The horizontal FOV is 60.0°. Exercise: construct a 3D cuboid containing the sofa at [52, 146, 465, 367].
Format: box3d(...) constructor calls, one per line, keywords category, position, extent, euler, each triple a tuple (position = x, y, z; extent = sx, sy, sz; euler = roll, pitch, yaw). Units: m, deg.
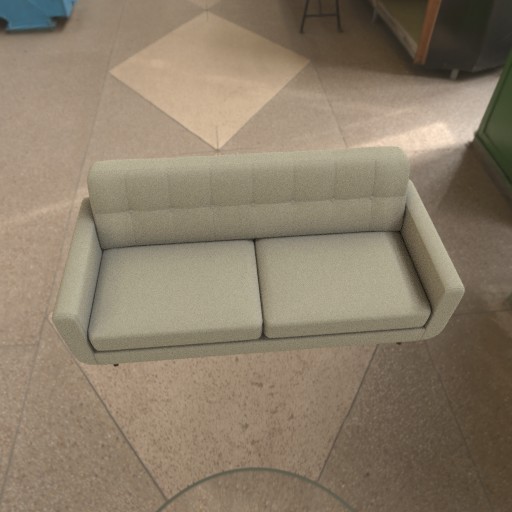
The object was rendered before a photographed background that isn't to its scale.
box3d(category="sofa", position=(0.000, 0.000, 2.687), extent=(2.137, 0.892, 0.980), euler=(-4, 49, -3))
